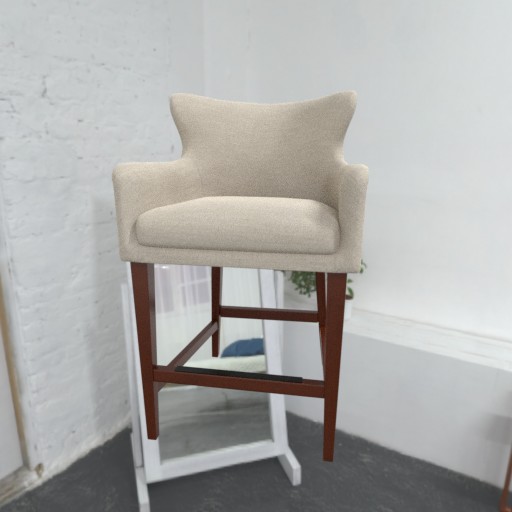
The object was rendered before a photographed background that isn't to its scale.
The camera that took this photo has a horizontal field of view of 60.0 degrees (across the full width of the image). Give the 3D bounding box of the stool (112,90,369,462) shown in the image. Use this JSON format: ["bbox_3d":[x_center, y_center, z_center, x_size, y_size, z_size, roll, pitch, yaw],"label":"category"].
[{"bbox_3d":[0.000,0.000,1.386,0.615,0.987,0.637,3,16,10],"label":"stool"}]
